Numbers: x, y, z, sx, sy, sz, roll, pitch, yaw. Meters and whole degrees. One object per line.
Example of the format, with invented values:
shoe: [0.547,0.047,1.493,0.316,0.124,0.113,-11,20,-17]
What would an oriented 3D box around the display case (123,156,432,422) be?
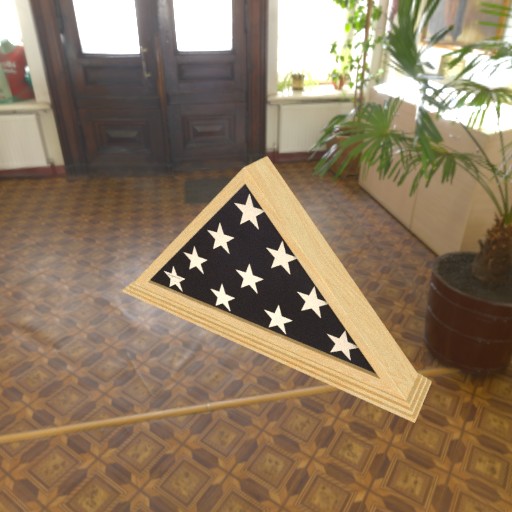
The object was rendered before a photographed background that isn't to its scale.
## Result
display case: [0.000,0.000,0.776,0.640,0.340,0.095,18,35,28]
